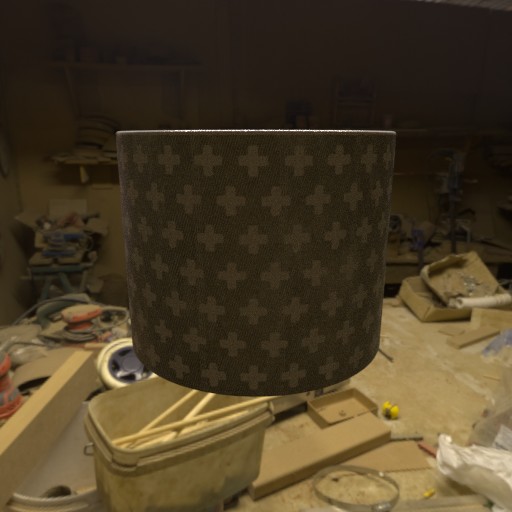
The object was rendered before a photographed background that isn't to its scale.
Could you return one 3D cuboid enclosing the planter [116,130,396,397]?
[{"bbox_3d":[0.000,0.000,0.337,0.190,0.181,0.190,0,15,0],"label":"planter"}]
